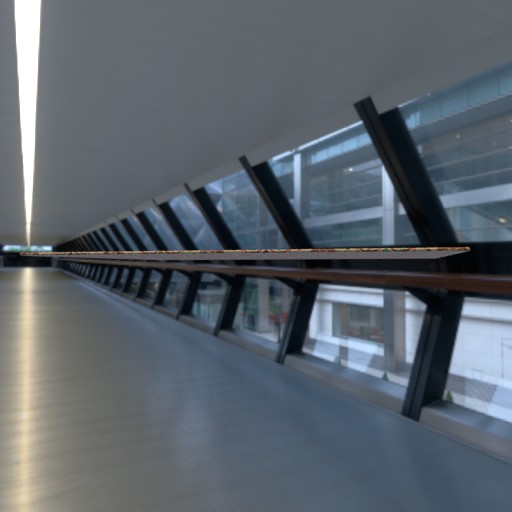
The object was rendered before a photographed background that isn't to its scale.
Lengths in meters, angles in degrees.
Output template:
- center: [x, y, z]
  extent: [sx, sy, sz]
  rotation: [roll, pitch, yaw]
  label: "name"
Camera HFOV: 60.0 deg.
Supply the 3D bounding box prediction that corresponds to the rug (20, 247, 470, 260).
- center: [0.000, 0.000, 2.296]
  extent: [1.838, 0.013, 1.226]
  rotation: [0, -2, 17]
  label: "rug"
